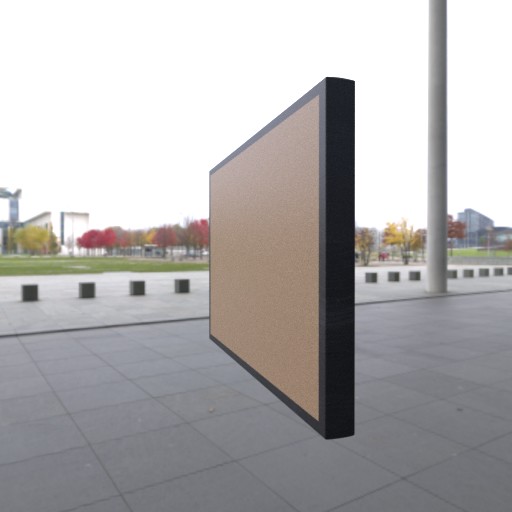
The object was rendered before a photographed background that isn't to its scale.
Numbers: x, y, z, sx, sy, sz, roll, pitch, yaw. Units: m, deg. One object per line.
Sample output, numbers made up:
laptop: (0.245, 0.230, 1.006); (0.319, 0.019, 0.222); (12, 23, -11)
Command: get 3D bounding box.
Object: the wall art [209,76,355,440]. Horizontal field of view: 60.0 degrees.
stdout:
wall art: (0.000, 0.000, 0.789); (0.038, 0.409, 0.610); (0, 1, -18)
